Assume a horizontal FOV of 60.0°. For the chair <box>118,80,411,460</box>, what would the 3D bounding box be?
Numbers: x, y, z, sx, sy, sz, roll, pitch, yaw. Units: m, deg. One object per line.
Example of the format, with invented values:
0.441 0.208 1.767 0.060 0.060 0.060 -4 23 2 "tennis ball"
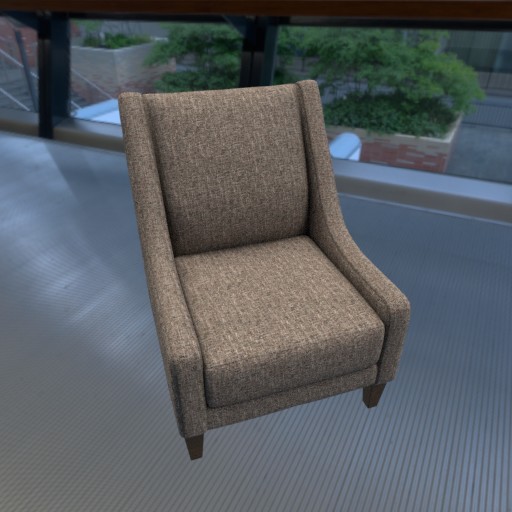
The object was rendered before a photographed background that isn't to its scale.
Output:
0.000 0.000 1.588 0.774 1.014 0.870 -10 34 -15 "chair"
